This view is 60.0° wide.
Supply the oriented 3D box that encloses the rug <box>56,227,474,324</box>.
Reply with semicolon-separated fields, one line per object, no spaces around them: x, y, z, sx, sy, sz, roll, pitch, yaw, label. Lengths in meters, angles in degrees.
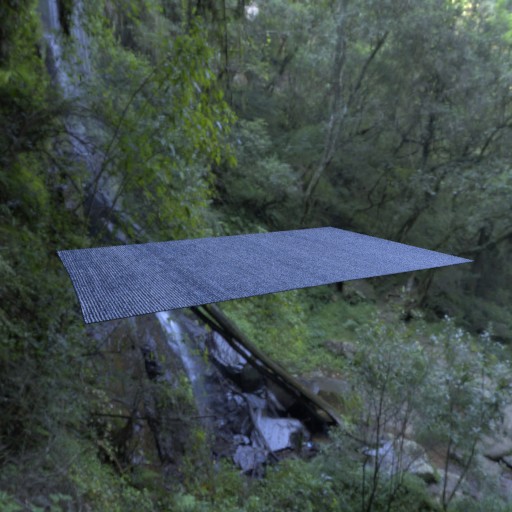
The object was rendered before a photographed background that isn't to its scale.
0.000;0.000;2.185;1.740;0.010;1.135;-7;14;-26;rug
